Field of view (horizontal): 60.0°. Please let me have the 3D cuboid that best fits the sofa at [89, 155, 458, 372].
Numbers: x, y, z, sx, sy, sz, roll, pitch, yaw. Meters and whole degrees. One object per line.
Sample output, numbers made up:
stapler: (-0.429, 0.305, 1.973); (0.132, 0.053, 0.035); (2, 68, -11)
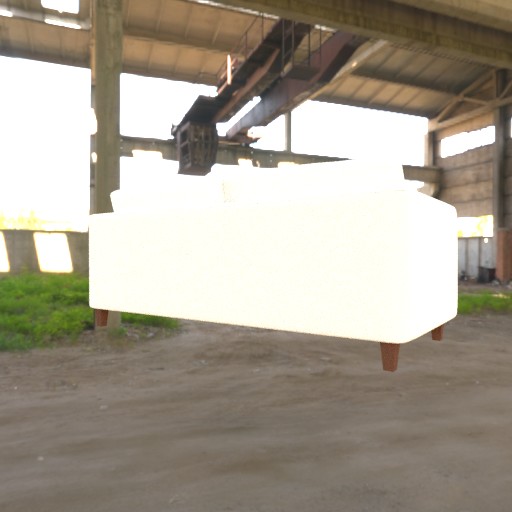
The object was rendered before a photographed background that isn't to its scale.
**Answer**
sofa: (0.000, 0.000, 2.706); (2.139, 0.933, 0.924); (0, 0, 36)
